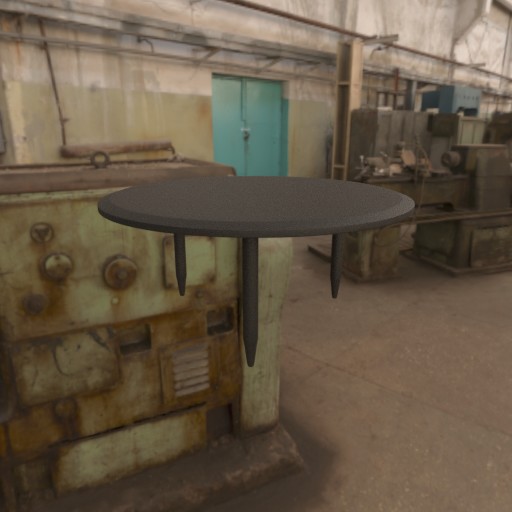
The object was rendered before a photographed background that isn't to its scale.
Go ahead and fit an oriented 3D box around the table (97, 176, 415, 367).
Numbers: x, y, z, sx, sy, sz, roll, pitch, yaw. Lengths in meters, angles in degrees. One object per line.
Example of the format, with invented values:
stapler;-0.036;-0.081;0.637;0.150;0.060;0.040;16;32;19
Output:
table;0.000;0.000;1.383;0.900;0.400;0.900;0;17;0
